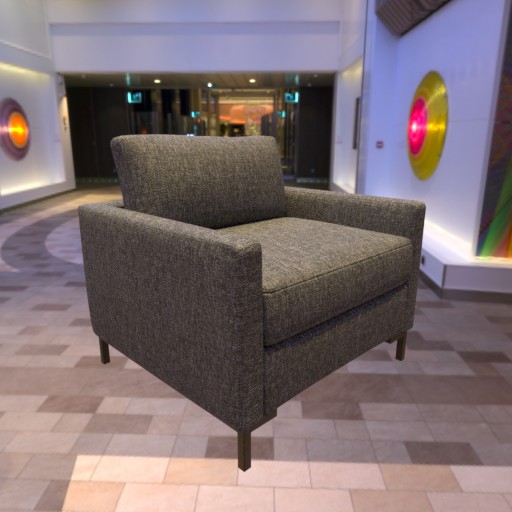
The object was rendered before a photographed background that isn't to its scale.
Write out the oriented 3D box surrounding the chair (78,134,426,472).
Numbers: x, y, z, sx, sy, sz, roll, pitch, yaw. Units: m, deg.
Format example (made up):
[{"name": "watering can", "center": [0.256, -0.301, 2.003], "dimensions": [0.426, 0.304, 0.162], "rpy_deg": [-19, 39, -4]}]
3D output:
[{"name": "chair", "center": [0.000, 0.000, 1.629], "dimensions": [0.963, 0.861, 0.866], "rpy_deg": [-15, 21, -43]}]
